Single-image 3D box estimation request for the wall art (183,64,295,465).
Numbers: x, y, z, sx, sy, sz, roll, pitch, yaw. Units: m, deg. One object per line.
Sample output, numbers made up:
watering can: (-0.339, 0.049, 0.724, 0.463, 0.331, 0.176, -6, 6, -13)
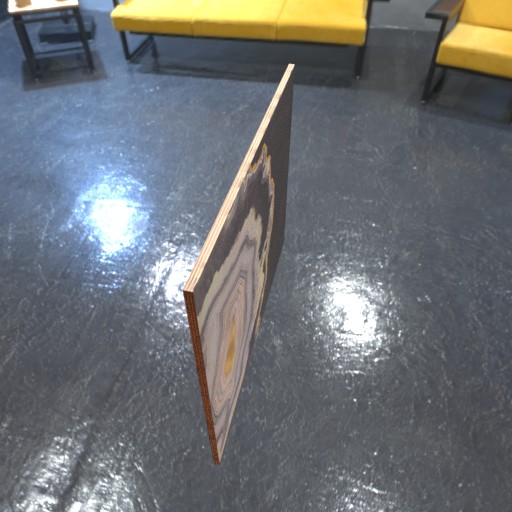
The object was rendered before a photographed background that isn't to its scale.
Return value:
wall art: (0.000, 0.000, 0.707, 0.010, 0.408, 0.508, 10, 46, 10)
